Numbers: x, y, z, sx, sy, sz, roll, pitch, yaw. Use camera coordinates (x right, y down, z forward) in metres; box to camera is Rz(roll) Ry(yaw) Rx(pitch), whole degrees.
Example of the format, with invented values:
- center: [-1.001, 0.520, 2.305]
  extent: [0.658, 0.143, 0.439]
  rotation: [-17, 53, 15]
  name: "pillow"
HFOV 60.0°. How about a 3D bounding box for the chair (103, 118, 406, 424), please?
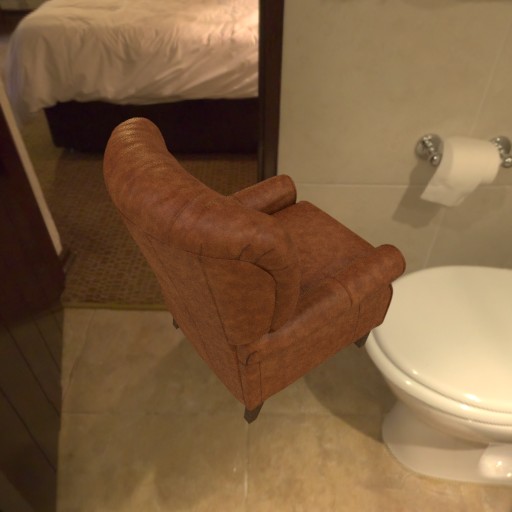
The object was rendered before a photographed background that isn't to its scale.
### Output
- center: [0.000, 0.000, 1.921]
  extent: [1.059, 1.164, 0.951]
  rotation: [-26, 47, -26]
  name: "chair"
